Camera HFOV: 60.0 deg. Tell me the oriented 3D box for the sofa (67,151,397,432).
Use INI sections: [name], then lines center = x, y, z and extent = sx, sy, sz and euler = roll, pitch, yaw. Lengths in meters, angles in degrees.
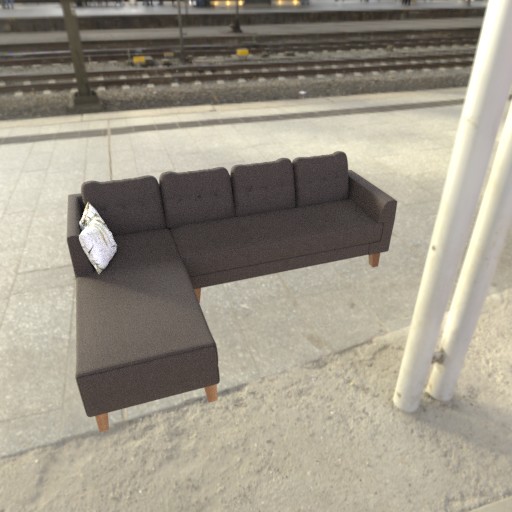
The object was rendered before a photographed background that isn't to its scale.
[sofa]
center = 0.000, 0.000, 3.466
extent = 2.679, 0.932, 1.829
euler = -10, 33, -16
